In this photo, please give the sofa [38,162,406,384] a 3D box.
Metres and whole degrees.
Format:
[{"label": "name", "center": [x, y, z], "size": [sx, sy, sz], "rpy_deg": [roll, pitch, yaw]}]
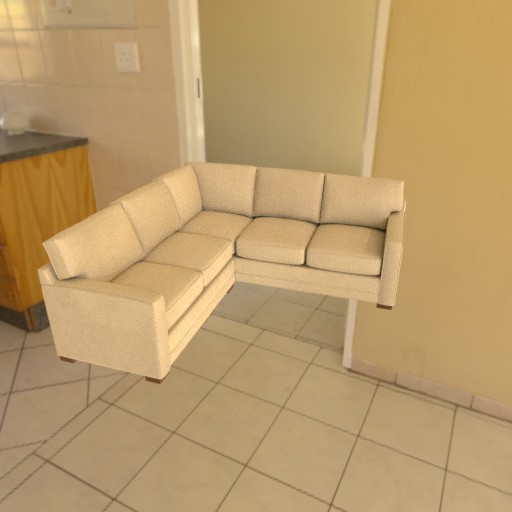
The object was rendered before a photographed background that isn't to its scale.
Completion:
[{"label": "sofa", "center": [0.000, 0.000, 3.490], "size": [2.189, 0.939, 2.182], "rpy_deg": [8, 27, 16]}]
